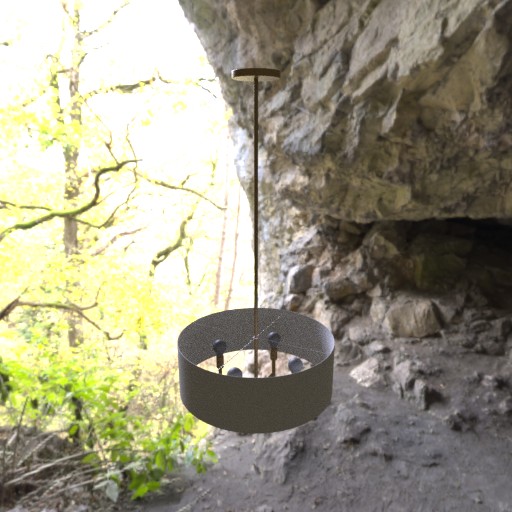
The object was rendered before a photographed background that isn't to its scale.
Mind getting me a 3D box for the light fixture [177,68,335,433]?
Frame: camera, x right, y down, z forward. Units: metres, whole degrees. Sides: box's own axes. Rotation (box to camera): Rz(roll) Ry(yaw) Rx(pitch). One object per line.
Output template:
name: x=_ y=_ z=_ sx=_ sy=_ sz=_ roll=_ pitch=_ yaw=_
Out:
light fixture: x=0.000 y=0.000 z=1.376 sx=0.508 sy=1.067 sz=0.508 roll=0 pitch=15 yaw=0
